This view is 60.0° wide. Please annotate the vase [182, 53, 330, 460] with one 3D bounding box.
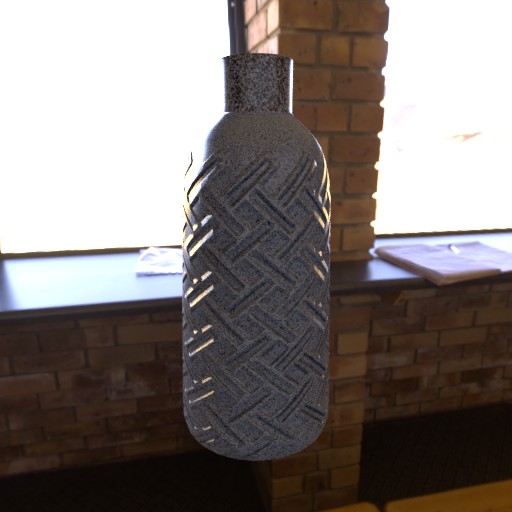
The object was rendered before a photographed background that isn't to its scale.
[{"bbox_3d":[0.000,0.000,0.344,0.122,0.282,0.122,0,15,0],"label":"vase"}]
